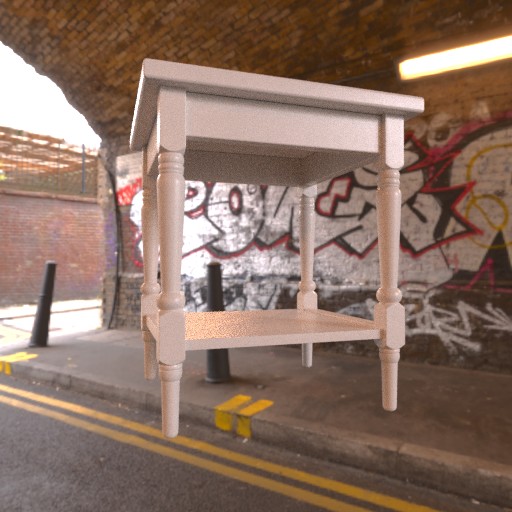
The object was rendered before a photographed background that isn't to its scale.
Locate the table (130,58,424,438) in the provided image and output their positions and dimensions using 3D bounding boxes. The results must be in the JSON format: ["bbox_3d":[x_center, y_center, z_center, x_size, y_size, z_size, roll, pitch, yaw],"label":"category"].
[{"bbox_3d":[0.000,0.000,0.920,0.488,0.565,0.442,0,-1,-18],"label":"table"}]
